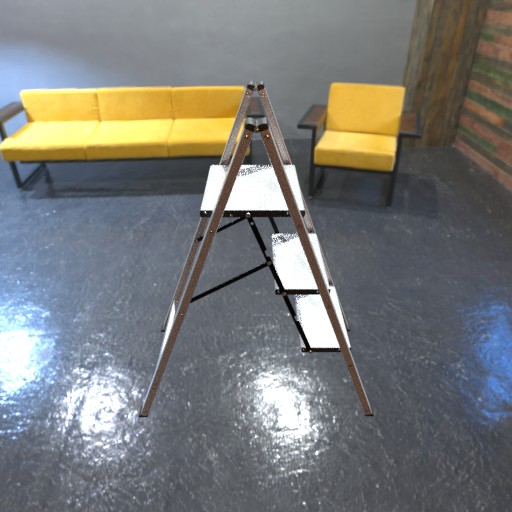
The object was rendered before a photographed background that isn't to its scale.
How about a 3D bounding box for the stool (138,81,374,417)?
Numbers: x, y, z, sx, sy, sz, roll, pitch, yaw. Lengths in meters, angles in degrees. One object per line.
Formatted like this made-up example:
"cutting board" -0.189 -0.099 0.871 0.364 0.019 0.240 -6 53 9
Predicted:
"stool" 0.000 0.000 1.316 0.730 0.902 0.441 0 32 0
